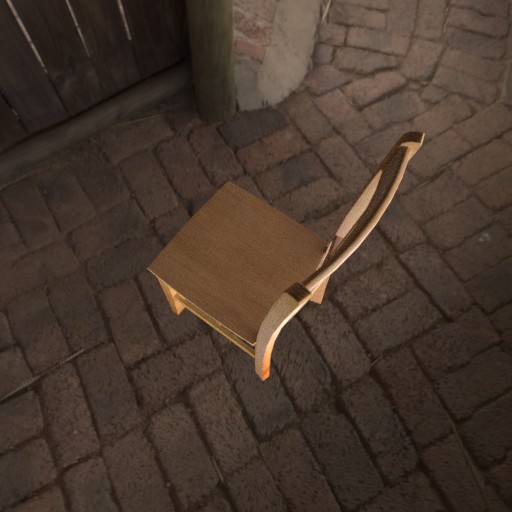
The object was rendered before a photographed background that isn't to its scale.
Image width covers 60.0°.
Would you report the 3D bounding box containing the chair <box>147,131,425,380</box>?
[{"bbox_3d":[0.000,0.000,1.321,0.556,0.998,0.450,33,69,15],"label":"chair"}]
